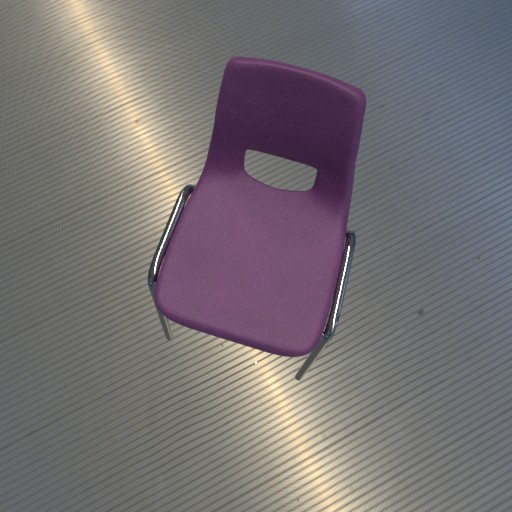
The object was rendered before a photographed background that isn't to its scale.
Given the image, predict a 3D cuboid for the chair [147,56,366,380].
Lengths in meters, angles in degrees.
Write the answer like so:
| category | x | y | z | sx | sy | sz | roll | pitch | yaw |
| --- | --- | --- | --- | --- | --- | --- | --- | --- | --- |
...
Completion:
| category | x | y | z | sx | sy | sz | roll | pitch | yaw |
| --- | --- | --- | --- | --- | --- | --- | --- | --- | --- |
| chair | 0.000 | 0.000 | 0.912 | 0.381 | 0.654 | 0.432 | 16 | 77 | 4 |
